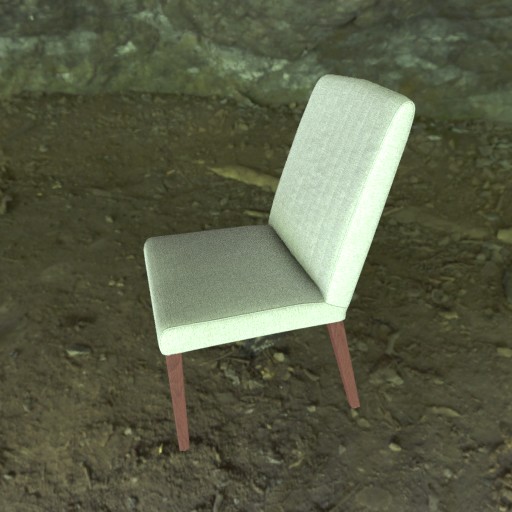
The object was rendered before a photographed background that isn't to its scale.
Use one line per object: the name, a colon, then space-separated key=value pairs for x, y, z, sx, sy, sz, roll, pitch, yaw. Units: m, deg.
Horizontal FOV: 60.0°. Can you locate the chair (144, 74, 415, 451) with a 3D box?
chair: x=0.000 y=0.000 z=1.236 sx=0.594 sy=0.900 sz=0.480 roll=-8 pitch=30 yaw=-14
